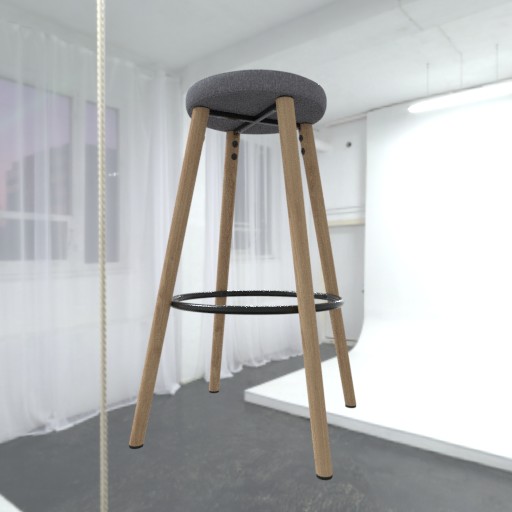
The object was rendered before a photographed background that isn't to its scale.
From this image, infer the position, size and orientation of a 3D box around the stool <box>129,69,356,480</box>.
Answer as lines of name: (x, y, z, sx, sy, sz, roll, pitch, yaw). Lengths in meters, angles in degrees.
stool: (0.000, 0.000, 1.016, 0.410, 0.770, 0.410, 0, 0, 19)
